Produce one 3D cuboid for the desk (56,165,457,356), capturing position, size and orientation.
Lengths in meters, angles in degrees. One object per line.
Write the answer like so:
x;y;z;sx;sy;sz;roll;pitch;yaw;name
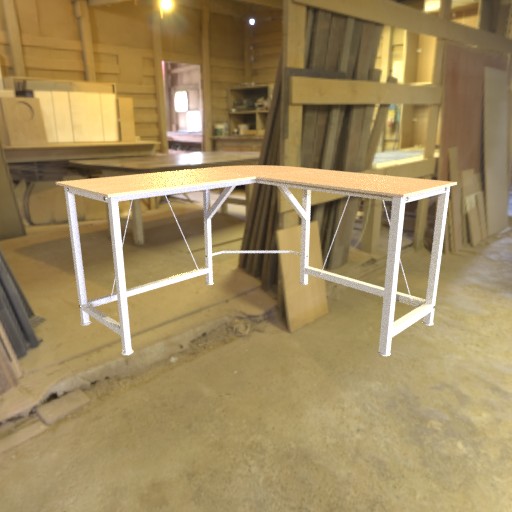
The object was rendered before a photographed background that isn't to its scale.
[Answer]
0.000;0.000;2.297;1.400;0.762;1.400;-16;23;-42;desk
